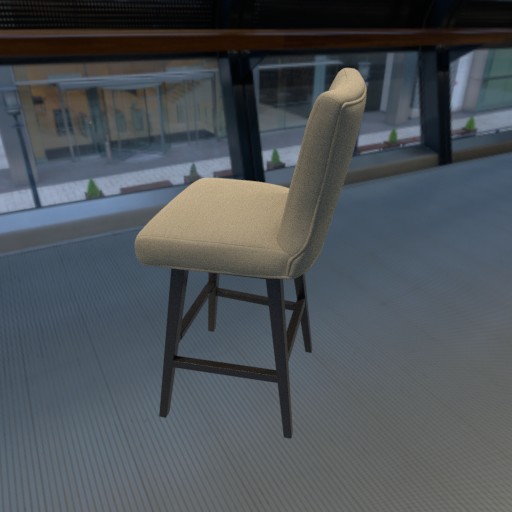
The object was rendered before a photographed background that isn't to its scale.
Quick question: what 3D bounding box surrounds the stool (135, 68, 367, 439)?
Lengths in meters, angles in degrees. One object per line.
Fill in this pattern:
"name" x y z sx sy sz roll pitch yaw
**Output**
"stool" 0.000 0.000 1.426 0.574 1.086 0.514 7 30 13
